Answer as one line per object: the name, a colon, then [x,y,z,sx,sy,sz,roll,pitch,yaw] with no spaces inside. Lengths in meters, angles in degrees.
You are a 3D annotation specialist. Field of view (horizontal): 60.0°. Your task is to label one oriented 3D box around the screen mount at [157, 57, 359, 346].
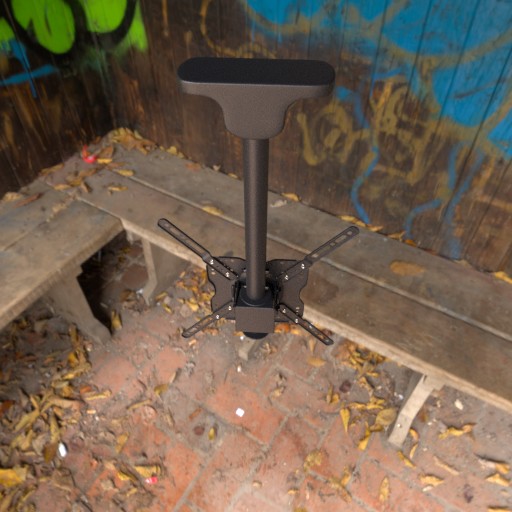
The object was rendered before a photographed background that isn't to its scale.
screen mount: [0.000,0.000,0.859,0.393,0.729,0.090,3,46,2]
